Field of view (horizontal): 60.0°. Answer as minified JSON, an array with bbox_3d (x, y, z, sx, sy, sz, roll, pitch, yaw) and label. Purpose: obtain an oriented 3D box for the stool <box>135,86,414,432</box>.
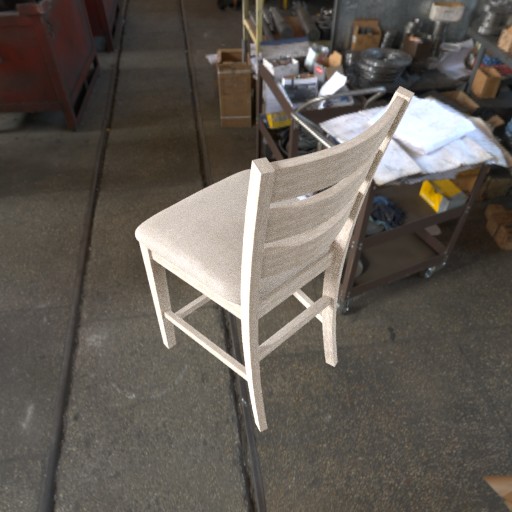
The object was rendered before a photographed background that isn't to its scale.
[{"bbox_3d":[0.000,0.000,1.314,0.484,1.032,0.569,-33,53,-29],"label":"stool"}]
